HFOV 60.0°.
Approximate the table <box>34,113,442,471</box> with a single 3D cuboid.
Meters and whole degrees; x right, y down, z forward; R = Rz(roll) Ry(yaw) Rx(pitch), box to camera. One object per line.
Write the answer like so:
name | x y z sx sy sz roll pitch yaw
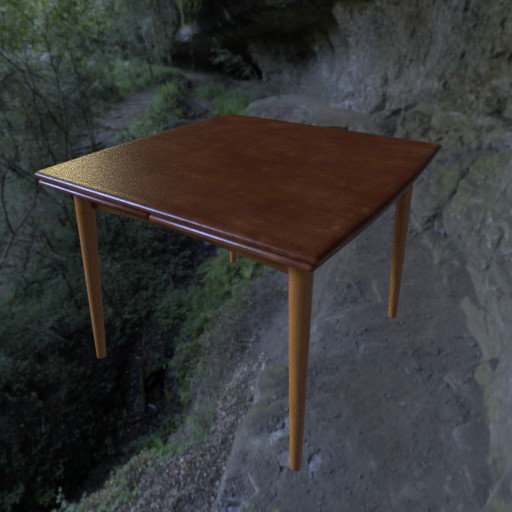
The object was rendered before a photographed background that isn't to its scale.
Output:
table | 0.000 0.000 1.640 0.991 0.754 0.991 18 34 29
